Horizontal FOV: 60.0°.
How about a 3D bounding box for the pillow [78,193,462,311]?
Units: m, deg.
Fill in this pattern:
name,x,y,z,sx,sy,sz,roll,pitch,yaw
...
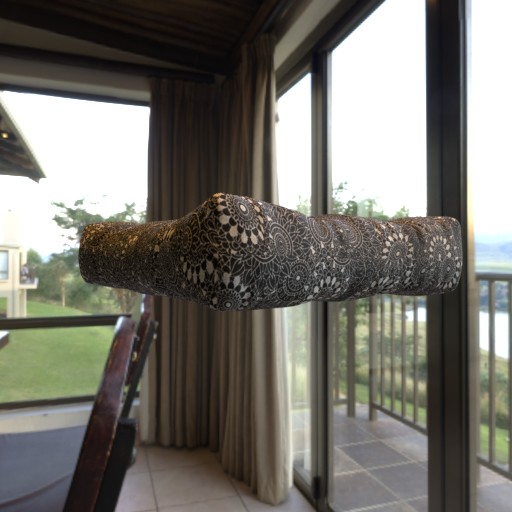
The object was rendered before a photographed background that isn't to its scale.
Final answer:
name,x,y,z,sx,sy,sz,roll,pitch,yaw
pillow,0.000,0.000,0.743,0.468,0.128,0.490,0,0,-37
